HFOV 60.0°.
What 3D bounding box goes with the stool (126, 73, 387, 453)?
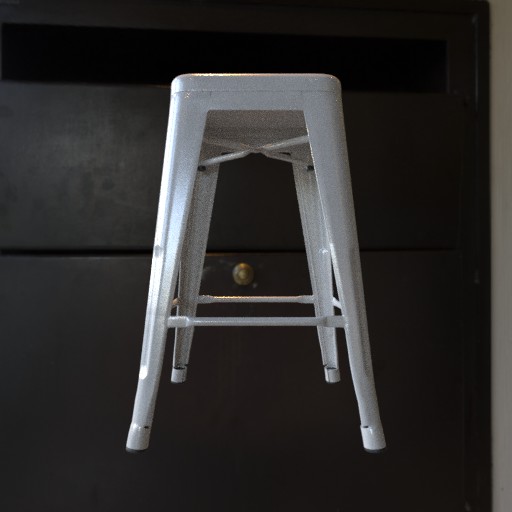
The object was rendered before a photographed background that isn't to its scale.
[{"bbox_3d":[0.000,0.000,0.879,0.406,0.610,0.406,0,0,0],"label":"stool"}]
